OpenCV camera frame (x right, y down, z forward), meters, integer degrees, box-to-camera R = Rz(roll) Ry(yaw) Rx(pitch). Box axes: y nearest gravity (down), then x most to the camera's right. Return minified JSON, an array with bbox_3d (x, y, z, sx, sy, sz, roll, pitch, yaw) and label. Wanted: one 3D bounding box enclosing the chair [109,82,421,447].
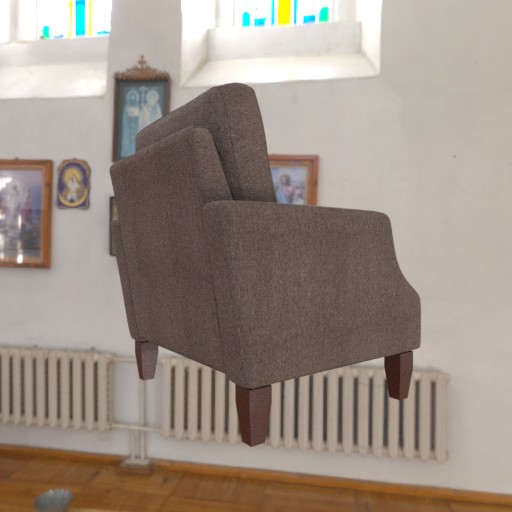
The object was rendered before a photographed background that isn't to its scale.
[{"bbox_3d":[0.000,0.000,1.650,0.897,0.993,0.855,0,1,-36],"label":"chair"}]
